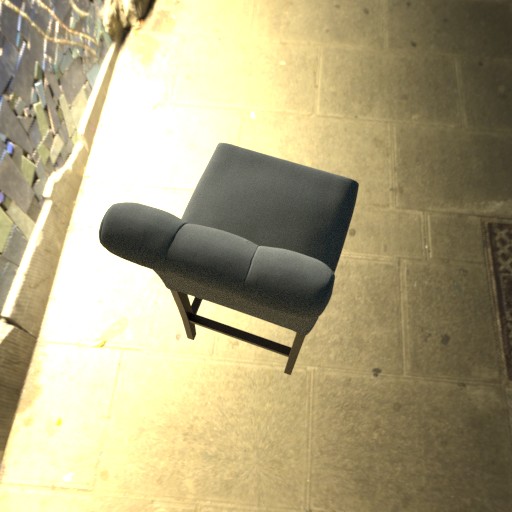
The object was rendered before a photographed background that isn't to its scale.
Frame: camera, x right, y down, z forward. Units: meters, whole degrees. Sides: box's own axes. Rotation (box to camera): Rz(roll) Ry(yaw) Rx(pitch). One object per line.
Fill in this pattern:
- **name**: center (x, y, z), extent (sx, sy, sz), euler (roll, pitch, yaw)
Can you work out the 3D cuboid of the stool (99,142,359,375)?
- **stool**: center (0.000, 0.000, 1.385), extent (0.493, 1.040, 0.601), euler (18, 66, 8)
